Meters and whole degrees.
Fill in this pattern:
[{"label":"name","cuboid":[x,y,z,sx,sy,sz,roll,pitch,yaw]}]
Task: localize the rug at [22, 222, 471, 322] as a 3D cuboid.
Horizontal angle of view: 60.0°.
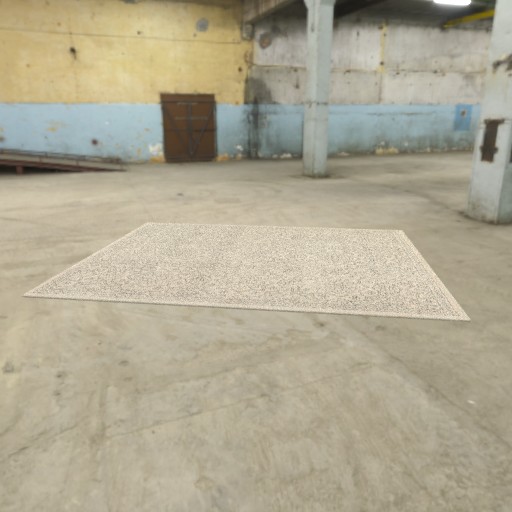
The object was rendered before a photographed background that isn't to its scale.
[{"label":"rug","cuboid":[0.000,0.000,4.119,3.050,0.015,2.441,2,17,7]}]
